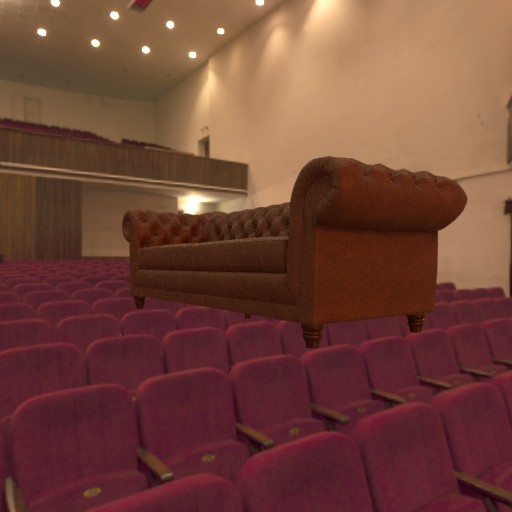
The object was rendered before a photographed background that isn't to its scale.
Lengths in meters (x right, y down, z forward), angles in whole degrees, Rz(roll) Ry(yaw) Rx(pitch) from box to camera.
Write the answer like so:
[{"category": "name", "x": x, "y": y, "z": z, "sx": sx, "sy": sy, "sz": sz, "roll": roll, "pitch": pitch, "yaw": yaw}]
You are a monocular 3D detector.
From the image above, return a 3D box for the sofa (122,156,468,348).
[{"category": "sofa", "x": 0.000, "y": 0.000, "z": 2.812, "sx": 0.944, "sy": 0.783, "sz": 2.385, "roll": 1, "pitch": -1, "yaw": -35}]
